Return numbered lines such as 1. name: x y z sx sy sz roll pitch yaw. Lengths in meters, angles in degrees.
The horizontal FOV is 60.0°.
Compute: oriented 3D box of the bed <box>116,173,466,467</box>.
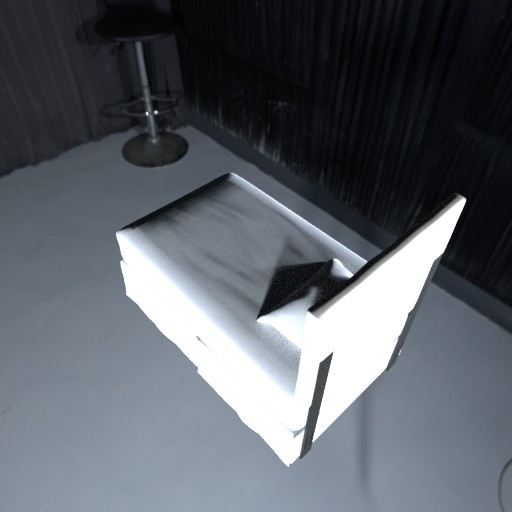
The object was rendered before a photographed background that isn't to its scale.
1. bed: 0.000 0.000 3.058 1.261 1.571 1.997 -34 55 -28
